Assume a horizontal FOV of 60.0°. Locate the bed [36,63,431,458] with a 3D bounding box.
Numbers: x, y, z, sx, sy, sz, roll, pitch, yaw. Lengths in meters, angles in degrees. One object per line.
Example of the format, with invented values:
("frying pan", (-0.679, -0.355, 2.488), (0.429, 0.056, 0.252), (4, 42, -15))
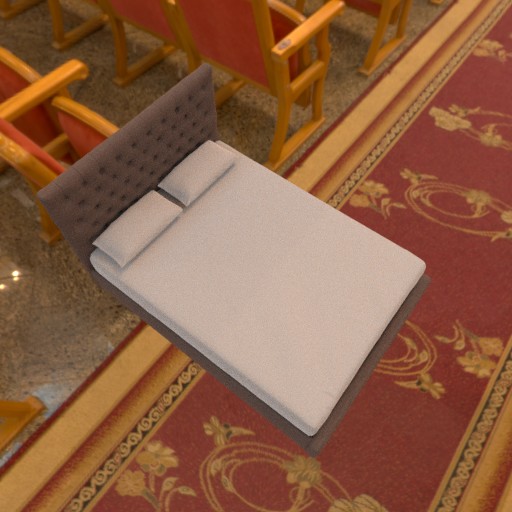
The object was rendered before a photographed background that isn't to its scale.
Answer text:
("bed", (0.000, 0.000, 3.445), (2.387, 1.427, 1.698), (34, 66, 18))
